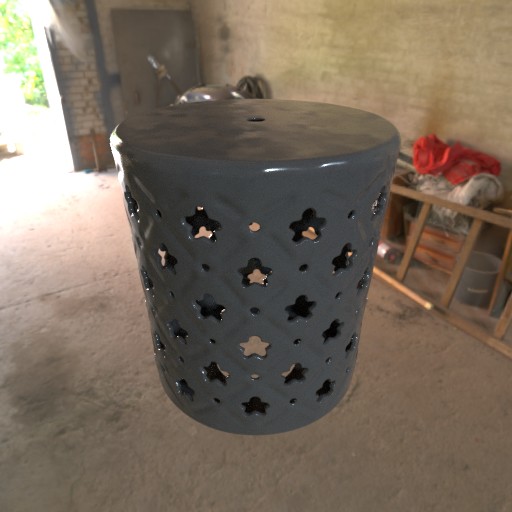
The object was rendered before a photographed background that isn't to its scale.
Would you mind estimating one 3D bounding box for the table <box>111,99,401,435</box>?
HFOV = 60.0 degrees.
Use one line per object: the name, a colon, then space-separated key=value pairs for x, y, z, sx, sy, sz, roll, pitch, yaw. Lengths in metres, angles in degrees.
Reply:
table: x=0.000 y=0.000 z=0.643 sx=0.352 sy=0.387 sz=0.352 roll=0 pitch=29 yaw=0
